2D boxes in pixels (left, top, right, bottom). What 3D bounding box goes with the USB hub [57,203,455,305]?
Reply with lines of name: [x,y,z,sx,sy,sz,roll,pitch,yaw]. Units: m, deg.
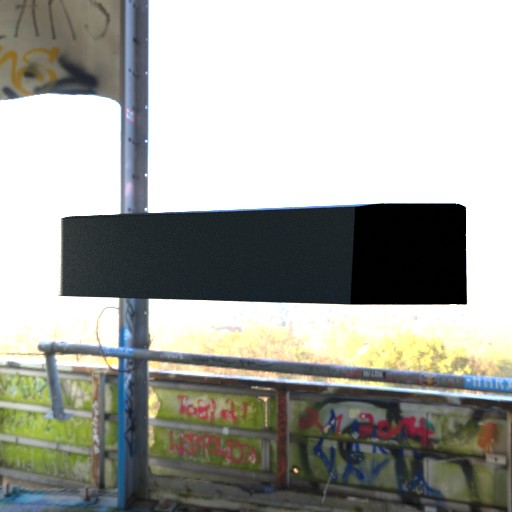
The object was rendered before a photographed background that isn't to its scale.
USB hub: [0.000,0.000,0.131,0.110,0.023,0.044,0,-1,18]
